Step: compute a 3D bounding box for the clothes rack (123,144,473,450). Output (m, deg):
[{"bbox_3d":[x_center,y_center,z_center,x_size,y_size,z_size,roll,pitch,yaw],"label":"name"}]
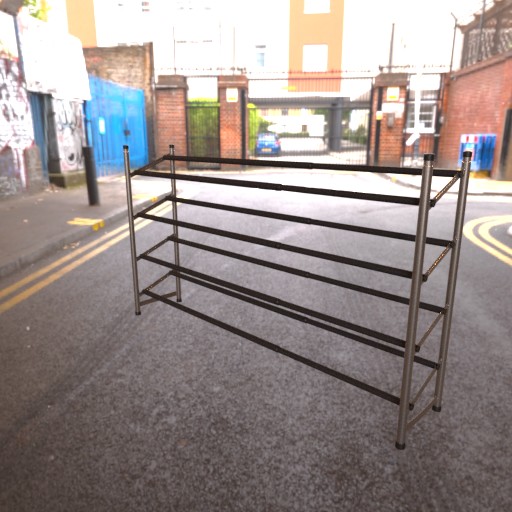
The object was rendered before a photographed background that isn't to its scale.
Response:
[{"bbox_3d":[0.000,0.000,1.409,1.168,0.672,0.229,14,21,42],"label":"clothes rack"}]
